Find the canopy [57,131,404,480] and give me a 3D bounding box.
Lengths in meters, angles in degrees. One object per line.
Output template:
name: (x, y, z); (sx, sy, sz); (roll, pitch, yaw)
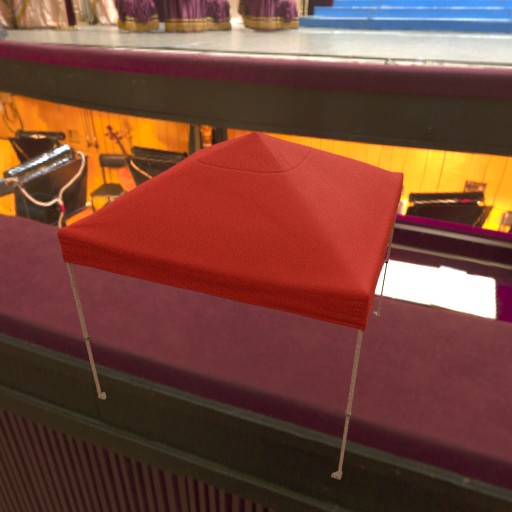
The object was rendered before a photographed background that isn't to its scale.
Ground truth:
canopy: (0.000, 0.000, 5.374); (2.998, 2.997, 2.996); (11, 31, 18)
